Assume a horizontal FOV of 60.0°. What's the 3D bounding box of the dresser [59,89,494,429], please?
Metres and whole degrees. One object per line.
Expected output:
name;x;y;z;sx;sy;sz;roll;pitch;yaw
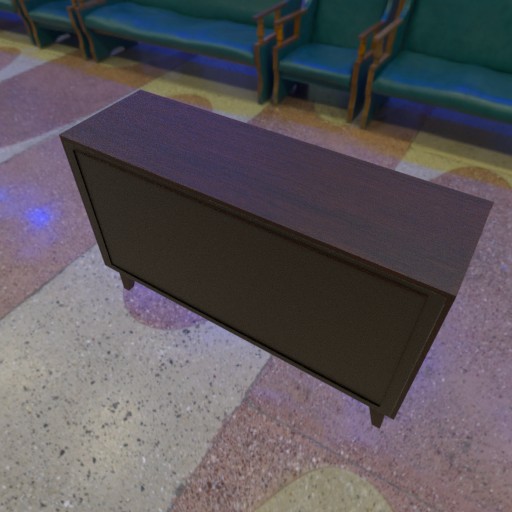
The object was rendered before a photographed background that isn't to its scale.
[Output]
dresser;0.000;0.000;2.012;1.609;0.971;0.499;24;50;22
